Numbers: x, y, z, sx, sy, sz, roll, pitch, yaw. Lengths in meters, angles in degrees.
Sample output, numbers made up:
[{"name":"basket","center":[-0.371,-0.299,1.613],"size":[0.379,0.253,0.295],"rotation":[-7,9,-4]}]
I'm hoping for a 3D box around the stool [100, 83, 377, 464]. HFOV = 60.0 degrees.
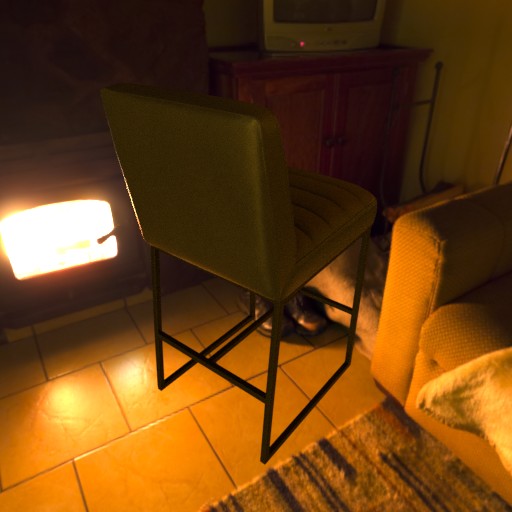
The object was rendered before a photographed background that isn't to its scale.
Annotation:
[{"name":"stool","center":[0.000,0.000,1.244],"size":[0.457,0.938,0.552],"rotation":[22,36,33]}]
